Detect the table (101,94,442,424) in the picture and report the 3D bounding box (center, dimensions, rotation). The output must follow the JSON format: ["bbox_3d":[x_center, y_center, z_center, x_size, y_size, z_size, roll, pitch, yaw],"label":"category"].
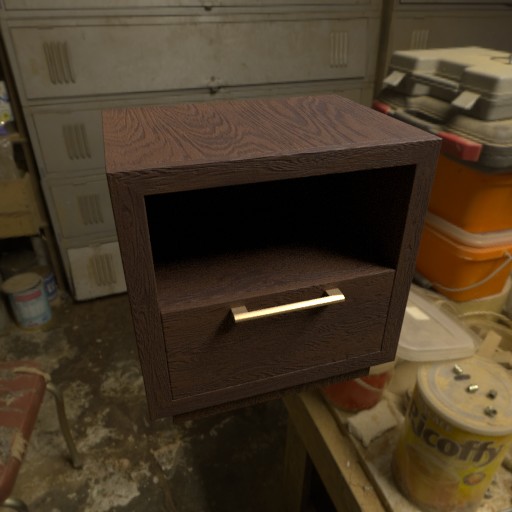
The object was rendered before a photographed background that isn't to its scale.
[{"bbox_3d":[0.000,0.000,0.996,0.560,0.585,0.439,-9,32,-15],"label":"table"}]
